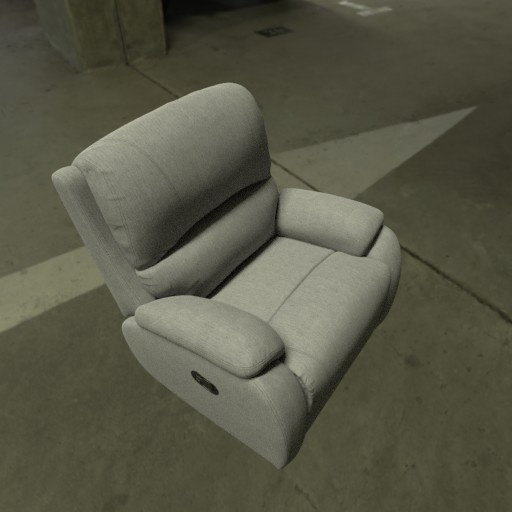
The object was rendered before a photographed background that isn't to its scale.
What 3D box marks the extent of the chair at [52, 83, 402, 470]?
[{"bbox_3d":[0.000,0.000,1.640,0.899,1.011,0.930,25,47,26],"label":"chair"}]
